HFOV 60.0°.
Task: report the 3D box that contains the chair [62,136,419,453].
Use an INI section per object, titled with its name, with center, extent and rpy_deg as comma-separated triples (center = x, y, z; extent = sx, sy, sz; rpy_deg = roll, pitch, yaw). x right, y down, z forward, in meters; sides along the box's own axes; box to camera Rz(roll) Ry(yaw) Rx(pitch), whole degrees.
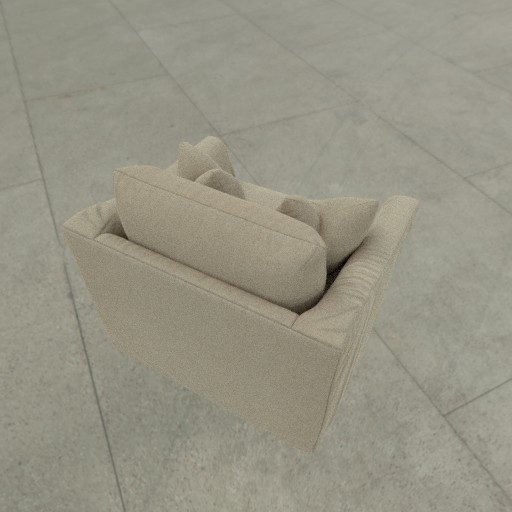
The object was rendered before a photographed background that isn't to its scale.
[chair]
center = 0.000, 0.000, 2.085
extent = 1.194, 1.093, 1.071
rpy_deg = 22, 50, 20
